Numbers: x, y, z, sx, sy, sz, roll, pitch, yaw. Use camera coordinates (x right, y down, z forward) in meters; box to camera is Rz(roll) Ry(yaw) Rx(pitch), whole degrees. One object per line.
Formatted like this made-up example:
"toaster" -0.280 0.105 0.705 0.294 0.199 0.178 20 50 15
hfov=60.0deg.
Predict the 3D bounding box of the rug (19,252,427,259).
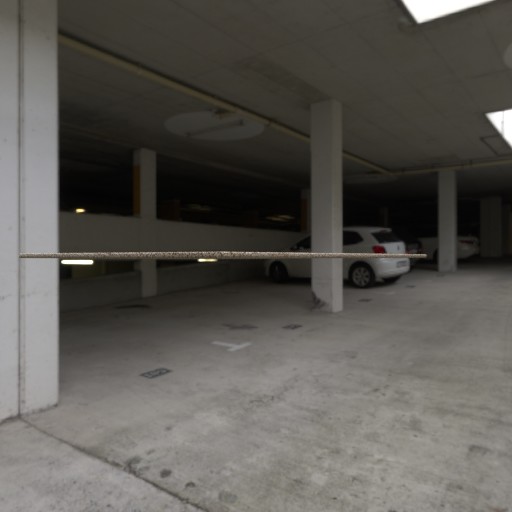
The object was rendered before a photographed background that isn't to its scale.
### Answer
"rug" 0.000 0.000 2.919 1.500 0.025 2.346 0 0 37
